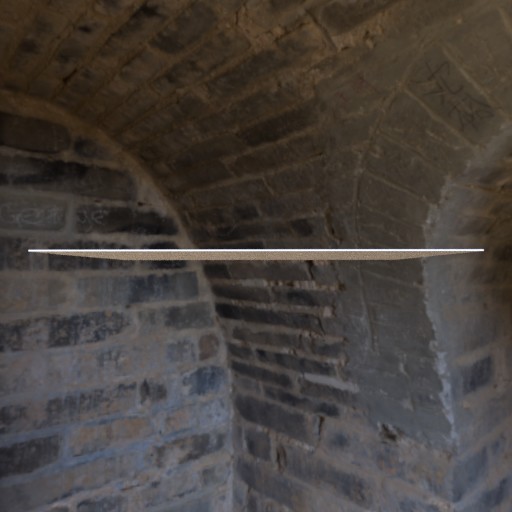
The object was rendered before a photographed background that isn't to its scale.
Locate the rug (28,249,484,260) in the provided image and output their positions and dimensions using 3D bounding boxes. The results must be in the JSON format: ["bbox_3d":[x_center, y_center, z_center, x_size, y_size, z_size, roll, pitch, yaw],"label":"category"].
[{"bbox_3d":[0.000,0.000,2.962,2.284,0.008,1.522,0,-2,1],"label":"rug"}]
